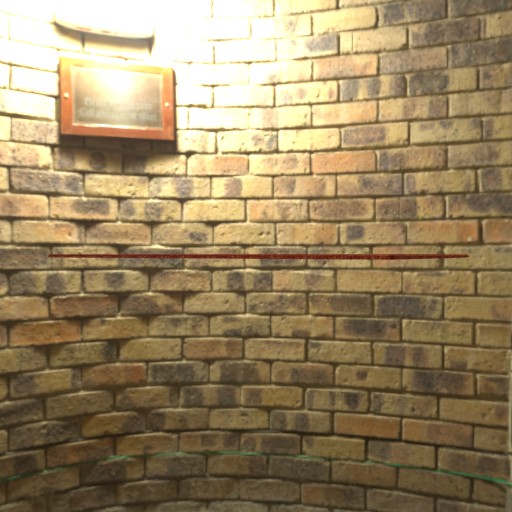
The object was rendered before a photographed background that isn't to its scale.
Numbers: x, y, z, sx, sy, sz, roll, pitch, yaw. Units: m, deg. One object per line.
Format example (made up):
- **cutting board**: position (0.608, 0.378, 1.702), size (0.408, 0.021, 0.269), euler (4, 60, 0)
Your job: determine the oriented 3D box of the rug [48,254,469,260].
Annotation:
- **rug**: position (0.000, 0.000, 2.309), size (1.835, 0.018, 1.230), euler (0, 0, 35)
